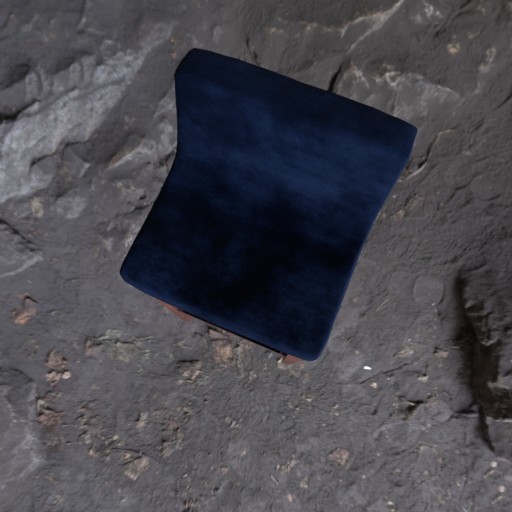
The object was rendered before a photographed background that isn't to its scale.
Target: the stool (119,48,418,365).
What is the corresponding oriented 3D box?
[{"bbox_3d":[0.000,0.000,1.321,0.511,1.037,0.500,22,75,6],"label":"stool"}]
